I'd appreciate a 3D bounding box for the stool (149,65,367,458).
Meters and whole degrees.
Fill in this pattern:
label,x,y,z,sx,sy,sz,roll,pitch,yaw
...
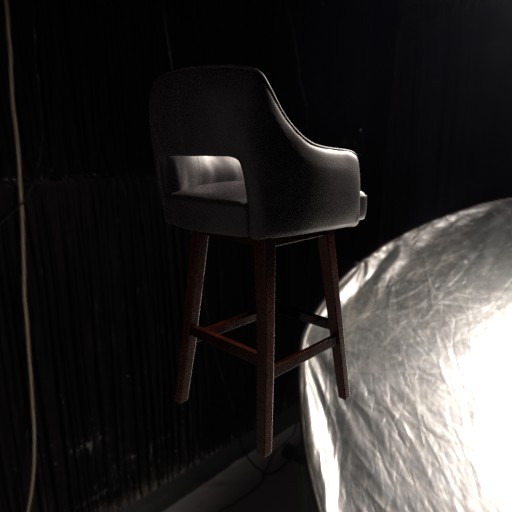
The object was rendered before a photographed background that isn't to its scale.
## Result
label,x,y,z,sx,sy,sz,roll,pitch,yaw
stool,0.000,0.000,1.398,0.550,1.041,0.560,13,18,43
